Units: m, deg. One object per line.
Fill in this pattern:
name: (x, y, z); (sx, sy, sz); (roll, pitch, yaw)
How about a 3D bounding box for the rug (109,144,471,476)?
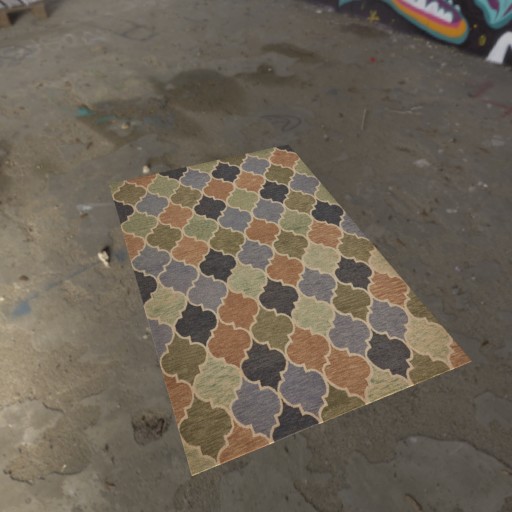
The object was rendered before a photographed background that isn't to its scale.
rug: (0.000, 0.000, 2.299); (1.216, 0.006, 1.828); (-16, 48, -15)
